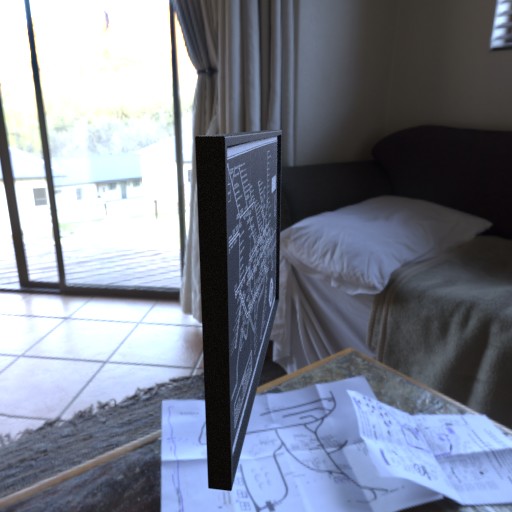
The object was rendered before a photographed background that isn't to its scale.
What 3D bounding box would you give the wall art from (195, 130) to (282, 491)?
[{"bbox_3d":[0.000,0.000,0.559,0.021,0.301,0.443,2,17,8],"label":"wall art"}]
